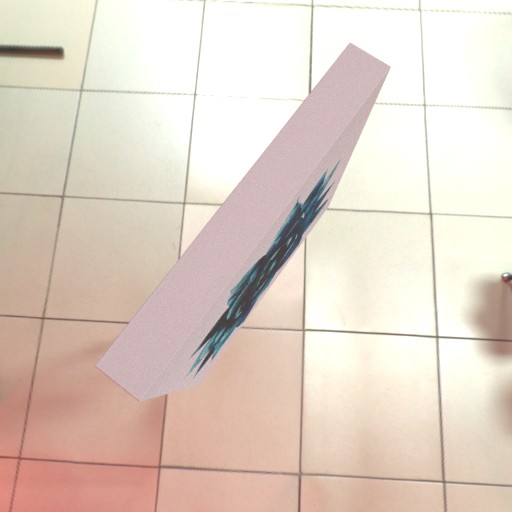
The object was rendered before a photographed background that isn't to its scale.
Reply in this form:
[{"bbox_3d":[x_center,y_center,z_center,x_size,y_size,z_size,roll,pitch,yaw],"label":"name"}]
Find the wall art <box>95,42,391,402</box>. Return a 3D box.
[{"bbox_3d":[0.000,0.000,0.462,0.038,0.305,0.305,35,78,8],"label":"wall art"}]
